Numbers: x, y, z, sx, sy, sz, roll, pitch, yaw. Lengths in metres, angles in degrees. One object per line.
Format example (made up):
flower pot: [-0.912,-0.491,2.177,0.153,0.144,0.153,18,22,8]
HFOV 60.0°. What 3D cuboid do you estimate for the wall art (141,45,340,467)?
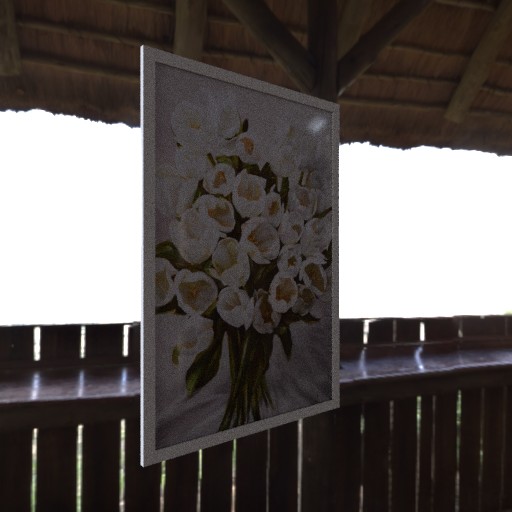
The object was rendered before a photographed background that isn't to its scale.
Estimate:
wall art: [0.000,0.000,1.219,0.660,0.965,0.015,0,0,-37]
